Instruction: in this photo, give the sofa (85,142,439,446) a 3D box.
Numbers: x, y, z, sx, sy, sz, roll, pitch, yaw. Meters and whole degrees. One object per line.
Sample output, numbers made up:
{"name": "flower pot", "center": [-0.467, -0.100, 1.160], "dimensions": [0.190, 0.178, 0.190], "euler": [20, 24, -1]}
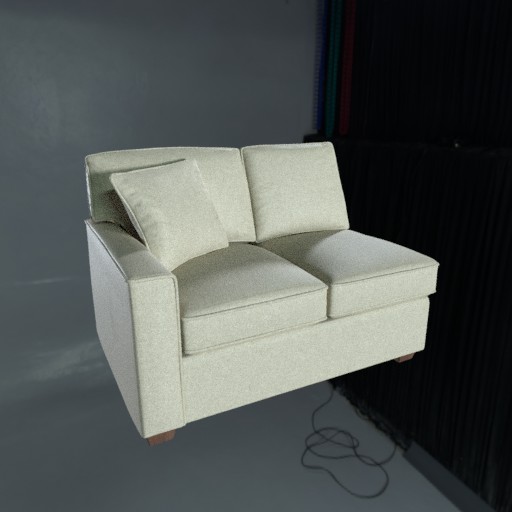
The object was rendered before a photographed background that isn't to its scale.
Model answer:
{"name": "sofa", "center": [0.000, 0.000, 2.079], "dimensions": [1.388, 0.989, 0.991], "euler": [-9, 19, -27]}
